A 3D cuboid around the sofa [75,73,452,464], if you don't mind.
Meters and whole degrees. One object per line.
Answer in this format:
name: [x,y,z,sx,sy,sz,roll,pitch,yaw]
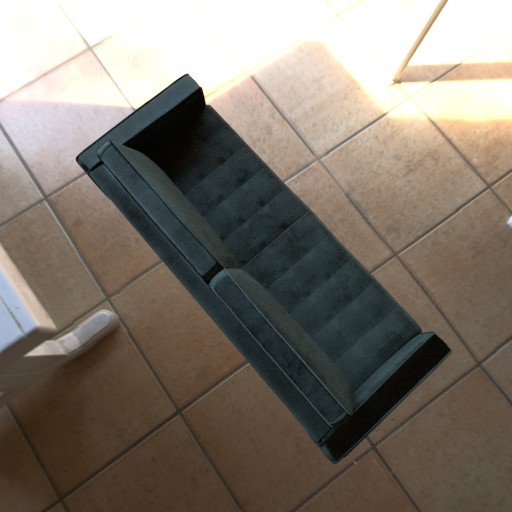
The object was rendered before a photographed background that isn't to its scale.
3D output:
sofa: [0.000,0.000,2.610,0.886,0.781,2.214,-41,80,-8]
